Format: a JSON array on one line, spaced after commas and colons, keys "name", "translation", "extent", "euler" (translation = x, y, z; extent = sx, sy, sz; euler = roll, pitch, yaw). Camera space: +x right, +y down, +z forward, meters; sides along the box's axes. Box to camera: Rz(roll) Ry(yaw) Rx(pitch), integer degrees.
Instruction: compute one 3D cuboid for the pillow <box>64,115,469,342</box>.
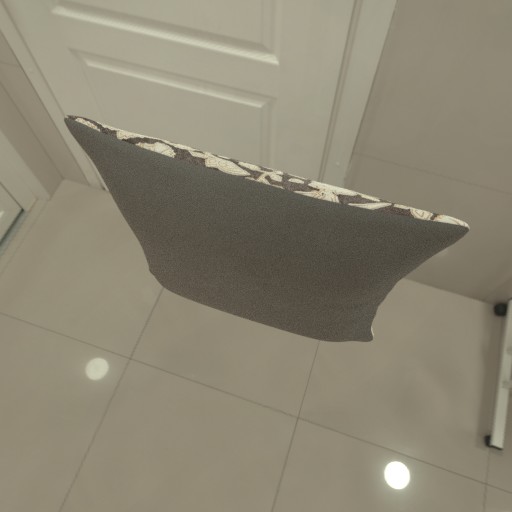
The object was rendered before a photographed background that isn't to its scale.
[{"name": "pillow", "translation": [0.000, 0.000, 0.769], "extent": [0.526, 0.507, 0.166], "euler": [17, 65, 8]}]
